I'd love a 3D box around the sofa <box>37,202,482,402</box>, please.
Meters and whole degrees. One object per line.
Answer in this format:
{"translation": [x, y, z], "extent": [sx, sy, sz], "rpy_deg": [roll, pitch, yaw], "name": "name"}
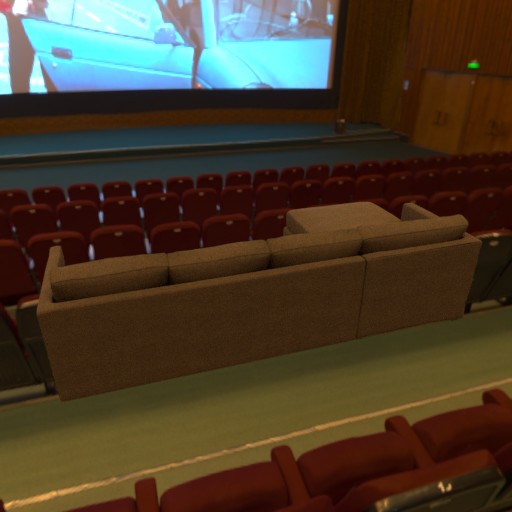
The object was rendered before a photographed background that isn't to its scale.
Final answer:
{"translation": [0.000, 0.000, 3.797], "extent": [3.205, 0.922, 1.650], "rpy_deg": [-8, 28, -16], "name": "sofa"}
